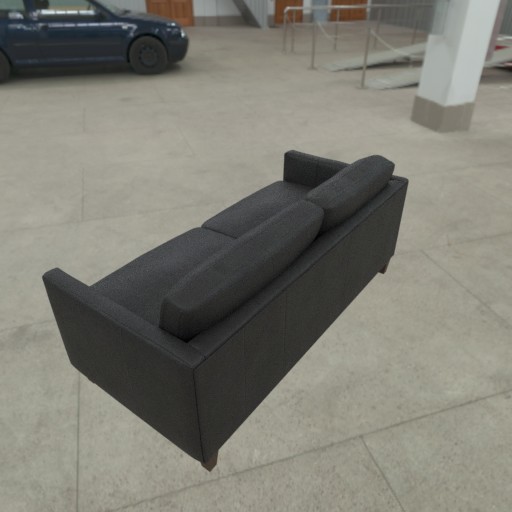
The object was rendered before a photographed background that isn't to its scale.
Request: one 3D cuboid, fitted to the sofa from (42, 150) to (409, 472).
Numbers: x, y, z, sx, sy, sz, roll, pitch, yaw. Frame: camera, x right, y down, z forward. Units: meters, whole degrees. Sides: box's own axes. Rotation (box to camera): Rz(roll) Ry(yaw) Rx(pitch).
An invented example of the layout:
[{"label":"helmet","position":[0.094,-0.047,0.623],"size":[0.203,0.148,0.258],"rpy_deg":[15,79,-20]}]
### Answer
[{"label":"sofa","position":[0.000,0.000,2.455],"size":[0.933,0.863,1.971],"rpy_deg":[22,39,30]}]
